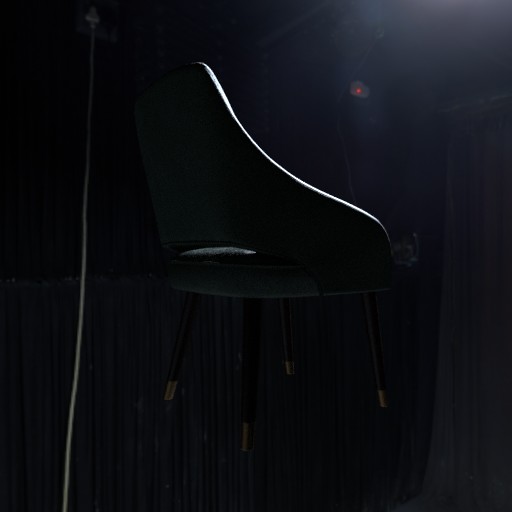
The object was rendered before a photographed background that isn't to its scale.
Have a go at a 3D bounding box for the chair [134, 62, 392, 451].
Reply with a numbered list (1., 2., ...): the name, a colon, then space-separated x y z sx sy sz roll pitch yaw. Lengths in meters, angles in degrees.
1. chair: 0.000 0.000 1.593 0.794 1.081 0.683 0 0 -36
